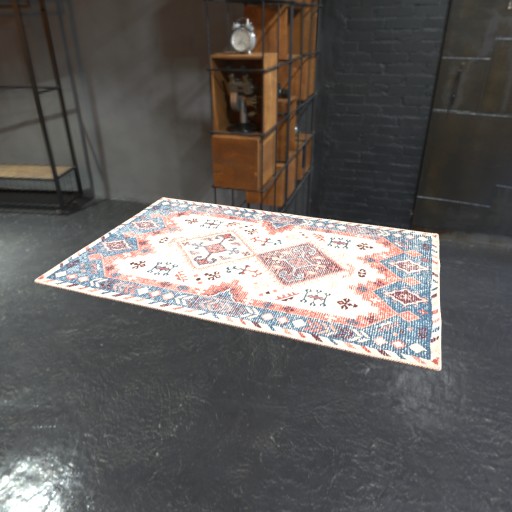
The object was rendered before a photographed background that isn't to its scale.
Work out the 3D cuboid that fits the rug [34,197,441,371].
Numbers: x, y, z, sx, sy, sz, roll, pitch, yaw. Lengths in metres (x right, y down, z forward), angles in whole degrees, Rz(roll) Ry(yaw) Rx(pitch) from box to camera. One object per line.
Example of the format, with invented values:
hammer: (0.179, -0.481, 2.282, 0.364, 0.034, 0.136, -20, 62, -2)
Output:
rug: (0.000, 0.000, 2.356, 1.840, 0.015, 1.225, 9, 29, 17)
